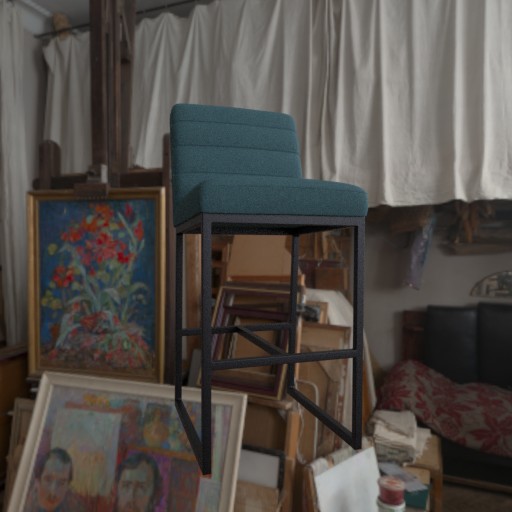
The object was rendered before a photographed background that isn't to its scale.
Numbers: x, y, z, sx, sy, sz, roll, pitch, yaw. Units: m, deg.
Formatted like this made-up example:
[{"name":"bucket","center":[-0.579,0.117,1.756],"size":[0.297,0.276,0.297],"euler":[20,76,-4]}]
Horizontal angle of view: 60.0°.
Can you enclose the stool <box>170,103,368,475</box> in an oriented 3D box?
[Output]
[{"name":"stool","center":[0.000,0.000,1.362],"size":[0.460,1.040,0.560],"euler":[-1,2,-18]}]
